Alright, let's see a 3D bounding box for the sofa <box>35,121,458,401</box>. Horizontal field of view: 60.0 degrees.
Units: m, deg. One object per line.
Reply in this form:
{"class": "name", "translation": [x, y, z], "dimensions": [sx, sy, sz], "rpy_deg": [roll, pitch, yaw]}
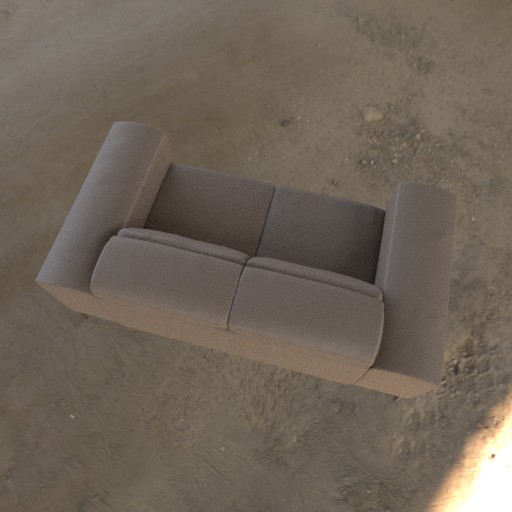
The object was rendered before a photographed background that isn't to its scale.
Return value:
{"class": "sofa", "translation": [0.000, 0.000, 2.361], "dimensions": [1.895, 0.779, 1.003], "rpy_deg": [13, 66, 6]}
